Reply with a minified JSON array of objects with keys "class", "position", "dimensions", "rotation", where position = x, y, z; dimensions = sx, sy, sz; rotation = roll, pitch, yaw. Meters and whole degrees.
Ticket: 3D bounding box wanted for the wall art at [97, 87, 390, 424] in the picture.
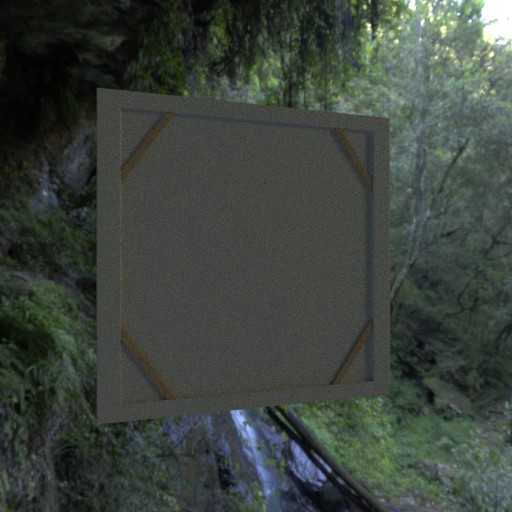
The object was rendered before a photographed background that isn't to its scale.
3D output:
[{"class":"wall art","position":[0.000,0.000,1.617],"dimensions":[1.092,1.091,0.051],"rotation":[0,0,-17]}]
